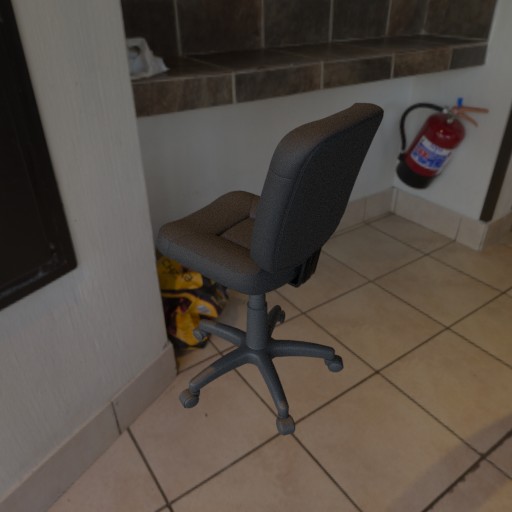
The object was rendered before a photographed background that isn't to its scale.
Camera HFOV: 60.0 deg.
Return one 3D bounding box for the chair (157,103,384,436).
[{"bbox_3d":[0.000,0.000,1.405,0.610,0.972,0.610,21,37,30],"label":"chair"}]
